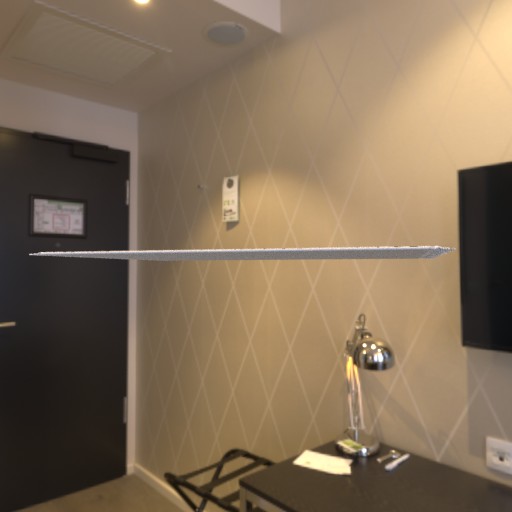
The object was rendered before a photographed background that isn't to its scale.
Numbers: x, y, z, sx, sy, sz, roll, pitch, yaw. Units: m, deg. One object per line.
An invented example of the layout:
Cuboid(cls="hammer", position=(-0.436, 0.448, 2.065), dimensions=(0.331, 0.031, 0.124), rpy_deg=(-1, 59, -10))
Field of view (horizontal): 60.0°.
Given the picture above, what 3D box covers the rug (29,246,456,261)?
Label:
Cuboid(cls="rug", position=(0.000, 0.000, 2.356), dimensions=(1.847, 0.014, 1.230), rpy_deg=(-1, -2, 18))
